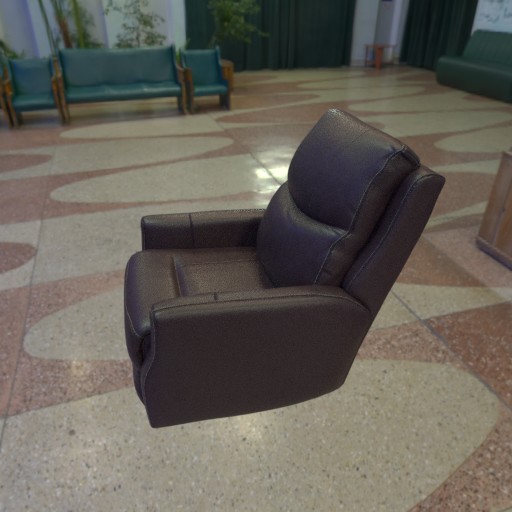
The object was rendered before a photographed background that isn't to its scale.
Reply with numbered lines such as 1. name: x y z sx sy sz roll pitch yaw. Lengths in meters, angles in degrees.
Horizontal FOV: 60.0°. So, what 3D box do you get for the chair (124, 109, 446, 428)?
1. chair: 0.000 0.000 1.792 1.080 1.030 0.829 -8 32 -13
